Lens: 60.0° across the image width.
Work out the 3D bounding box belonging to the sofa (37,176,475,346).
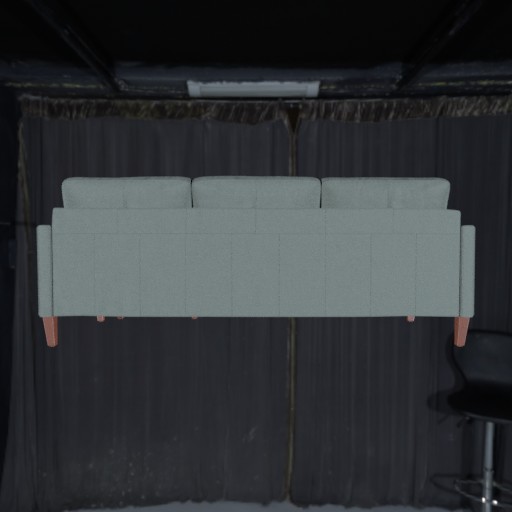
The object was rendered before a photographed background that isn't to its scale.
[{"bbox_3d":[0.000,0.000,2.929,2.178,0.876,1.506,0,2,0],"label":"sofa"}]
